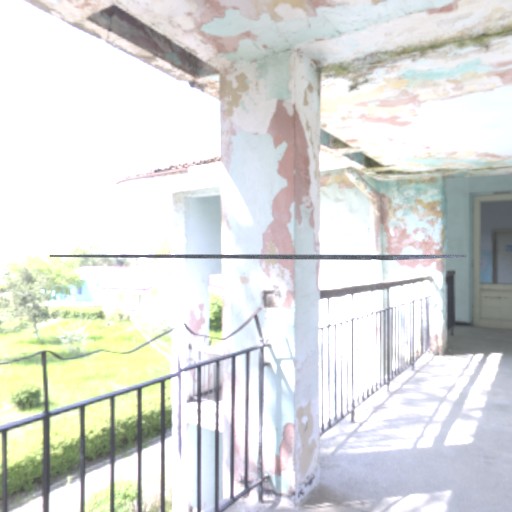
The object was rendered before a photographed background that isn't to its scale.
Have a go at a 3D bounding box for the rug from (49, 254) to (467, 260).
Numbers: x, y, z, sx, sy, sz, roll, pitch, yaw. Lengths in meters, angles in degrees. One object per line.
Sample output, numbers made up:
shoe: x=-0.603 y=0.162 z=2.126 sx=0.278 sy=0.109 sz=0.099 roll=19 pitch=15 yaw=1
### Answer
rug: x=0.000 y=0.000 z=2.318 sx=1.819 sy=0.012 sz=1.208 roll=0 pitch=0 yaw=35
